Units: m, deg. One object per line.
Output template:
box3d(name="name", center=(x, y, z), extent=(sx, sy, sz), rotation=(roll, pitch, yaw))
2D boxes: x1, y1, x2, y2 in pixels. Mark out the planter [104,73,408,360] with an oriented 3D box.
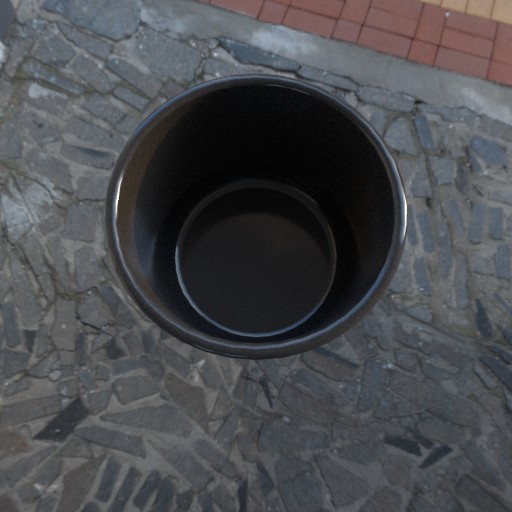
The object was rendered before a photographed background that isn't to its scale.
box3d(name="planter", center=(0.000, 0.000, 0.411), extent=(0.196, 0.264, 0.196), rotation=(35, 78, 9))
